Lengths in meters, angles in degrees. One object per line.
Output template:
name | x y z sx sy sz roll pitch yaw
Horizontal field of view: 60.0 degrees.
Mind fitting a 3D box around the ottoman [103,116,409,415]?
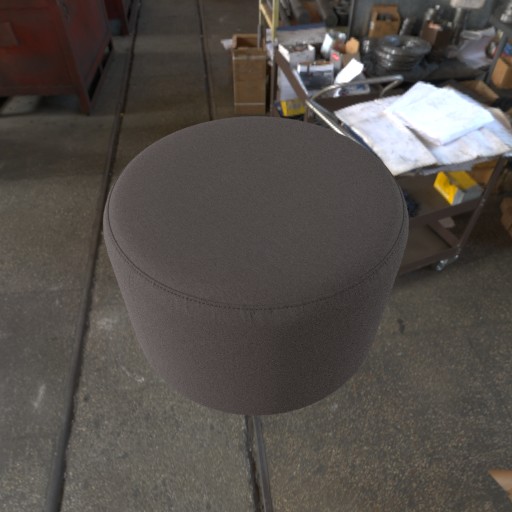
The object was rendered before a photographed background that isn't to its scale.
ottoman | 0.000 0.000 1.014 0.608 0.433 0.608 0 46 0
